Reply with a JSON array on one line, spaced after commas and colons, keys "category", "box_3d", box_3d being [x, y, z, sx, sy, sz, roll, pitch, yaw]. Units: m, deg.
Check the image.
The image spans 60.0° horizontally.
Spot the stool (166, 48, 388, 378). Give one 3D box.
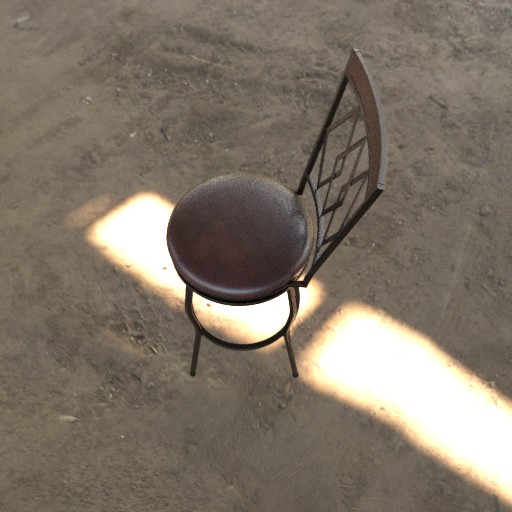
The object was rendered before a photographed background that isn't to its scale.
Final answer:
[{"category": "stool", "box_3d": [0.000, 0.000, 1.379, 0.521, 1.134, 0.432, 1, 58, 0]}]
